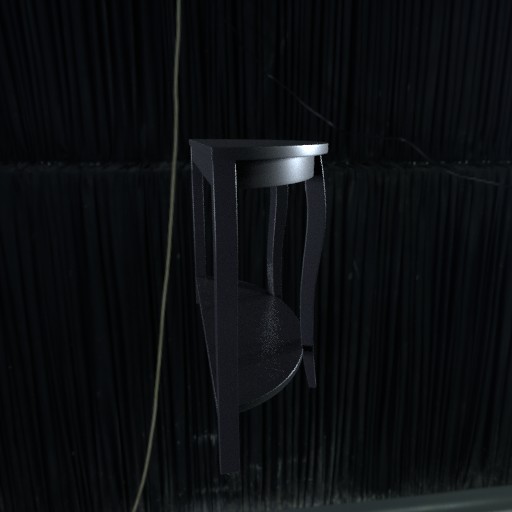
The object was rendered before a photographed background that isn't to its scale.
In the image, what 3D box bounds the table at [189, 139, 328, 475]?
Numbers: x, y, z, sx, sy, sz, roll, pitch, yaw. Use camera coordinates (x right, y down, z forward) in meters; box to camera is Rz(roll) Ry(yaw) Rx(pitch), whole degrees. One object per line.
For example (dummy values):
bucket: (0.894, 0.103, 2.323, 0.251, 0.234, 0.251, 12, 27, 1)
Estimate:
table: (0.000, 0.000, 1.559, 0.394, 0.780, 1.219, -3, 16, -10)
